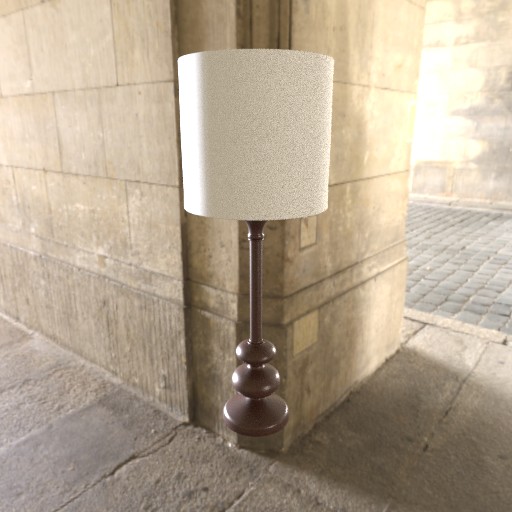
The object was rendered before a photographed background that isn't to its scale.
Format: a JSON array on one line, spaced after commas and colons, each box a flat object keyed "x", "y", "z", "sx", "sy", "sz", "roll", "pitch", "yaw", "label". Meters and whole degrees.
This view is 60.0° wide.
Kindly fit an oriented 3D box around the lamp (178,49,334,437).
[{"x": 0.000, "y": 0.000, "z": 0.823, "sx": 0.254, "sy": 0.690, "sz": 0.254, "roll": -2, "pitch": 16, "yaw": -7, "label": "lamp"}]
